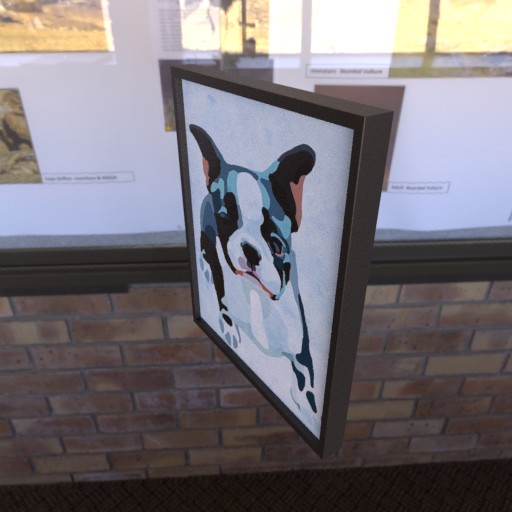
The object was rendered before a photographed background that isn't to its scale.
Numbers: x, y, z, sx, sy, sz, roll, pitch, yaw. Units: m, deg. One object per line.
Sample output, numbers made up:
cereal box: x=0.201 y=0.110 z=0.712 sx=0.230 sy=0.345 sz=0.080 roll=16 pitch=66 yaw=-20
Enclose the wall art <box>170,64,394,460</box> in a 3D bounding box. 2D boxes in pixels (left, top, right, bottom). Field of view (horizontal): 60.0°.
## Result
wall art: x=0.000 y=0.000 z=0.501 sx=0.030 sy=0.369 sz=0.294 roll=-20 pitch=36 yaw=-30
